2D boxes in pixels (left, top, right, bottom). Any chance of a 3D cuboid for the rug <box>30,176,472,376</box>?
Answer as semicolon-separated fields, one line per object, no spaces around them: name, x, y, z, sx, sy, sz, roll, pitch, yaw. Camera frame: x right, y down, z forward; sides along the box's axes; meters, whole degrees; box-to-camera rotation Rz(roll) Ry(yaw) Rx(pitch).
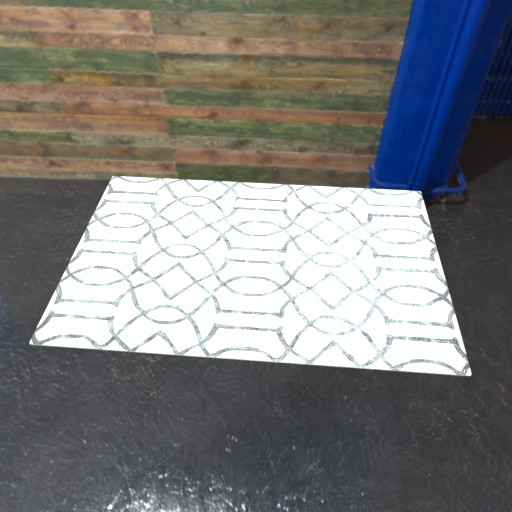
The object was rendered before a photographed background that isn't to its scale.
rug;0.000;0.000;2.873;2.365;0.017;1.521;3;47;3
